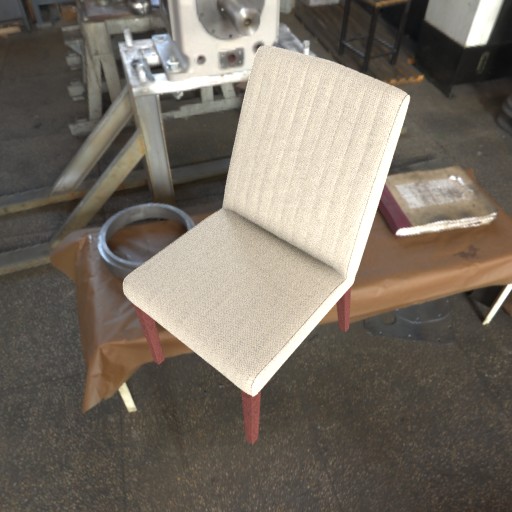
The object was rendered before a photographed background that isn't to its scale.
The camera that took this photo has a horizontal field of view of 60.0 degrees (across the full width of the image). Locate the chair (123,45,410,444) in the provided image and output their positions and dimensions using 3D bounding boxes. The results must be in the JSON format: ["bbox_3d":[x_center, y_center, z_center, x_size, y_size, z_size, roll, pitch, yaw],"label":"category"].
[{"bbox_3d":[0.000,0.000,1.236,0.480,0.900,0.594,31,54,26],"label":"chair"}]
